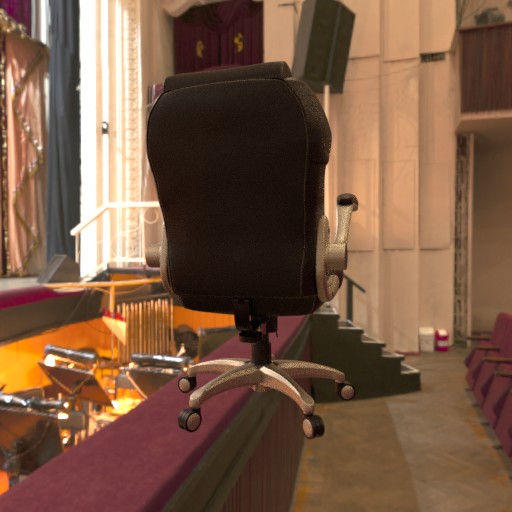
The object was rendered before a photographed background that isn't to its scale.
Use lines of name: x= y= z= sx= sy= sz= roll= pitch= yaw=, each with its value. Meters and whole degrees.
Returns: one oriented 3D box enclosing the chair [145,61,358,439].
chair: x=0.000 y=0.000 z=1.675 sx=0.724 sy=1.141 sz=0.801 roll=0 pitch=1 yaw=17
